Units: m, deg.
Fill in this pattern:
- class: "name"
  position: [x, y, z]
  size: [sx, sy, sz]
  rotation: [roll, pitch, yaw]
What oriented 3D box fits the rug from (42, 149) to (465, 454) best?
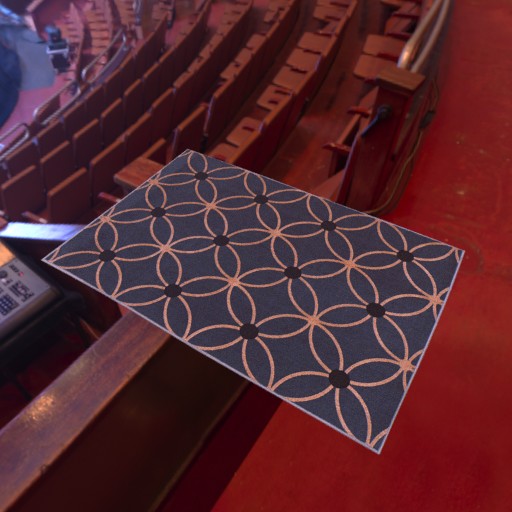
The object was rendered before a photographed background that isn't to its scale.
- class: "rug"
  position: [0.000, 0.000, 2.853]
  size: [2.284, 0.008, 1.522]
  rotation: [24, 51, 22]
